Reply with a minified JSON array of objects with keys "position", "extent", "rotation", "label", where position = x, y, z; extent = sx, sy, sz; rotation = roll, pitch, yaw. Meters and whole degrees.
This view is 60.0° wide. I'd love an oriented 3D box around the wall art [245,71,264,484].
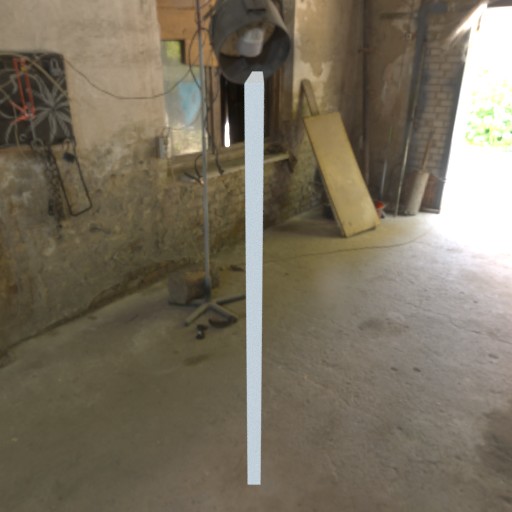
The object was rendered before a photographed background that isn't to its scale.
[{"position":[0.000,0.000,1.392],"extent":[0.039,1.050,0.795],"rotation":[0,24,1],"label":"wall art"}]
